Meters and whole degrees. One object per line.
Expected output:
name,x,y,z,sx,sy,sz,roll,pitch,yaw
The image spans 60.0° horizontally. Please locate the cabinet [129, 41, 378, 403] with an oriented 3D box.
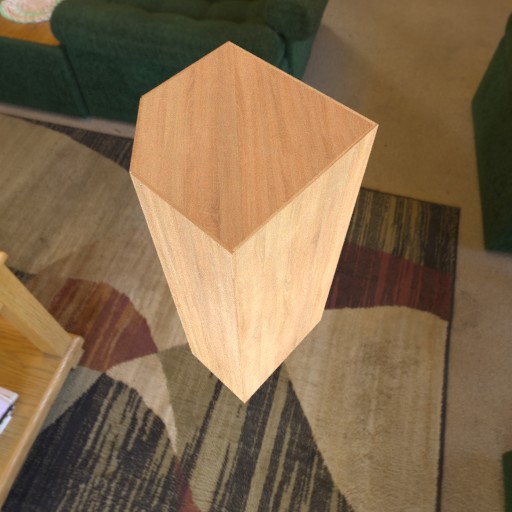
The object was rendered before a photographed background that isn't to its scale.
cabinet,0.000,0.000,2.859,1.094,2.120,1.327,-2,58,-1
